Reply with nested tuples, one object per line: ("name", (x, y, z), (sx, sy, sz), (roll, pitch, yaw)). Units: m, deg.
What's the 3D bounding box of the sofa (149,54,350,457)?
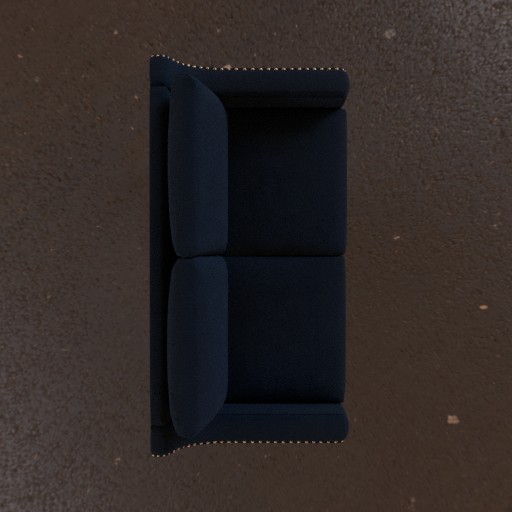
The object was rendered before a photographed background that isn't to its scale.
("sofa", (0.000, 0.000, 2.635), (1.104, 0.983, 2.107), (0, 91, 0))
